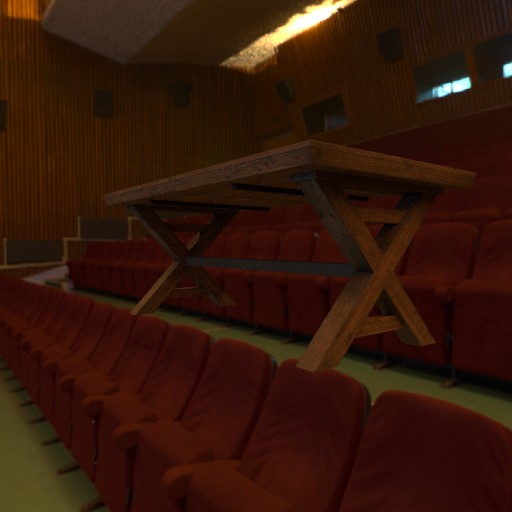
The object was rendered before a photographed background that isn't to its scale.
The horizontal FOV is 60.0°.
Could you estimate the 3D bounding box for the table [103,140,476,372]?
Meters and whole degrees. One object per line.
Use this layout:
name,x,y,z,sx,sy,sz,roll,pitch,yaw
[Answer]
table,0.000,0.000,2.522,1.071,0.793,1.966,-1,2,-37
